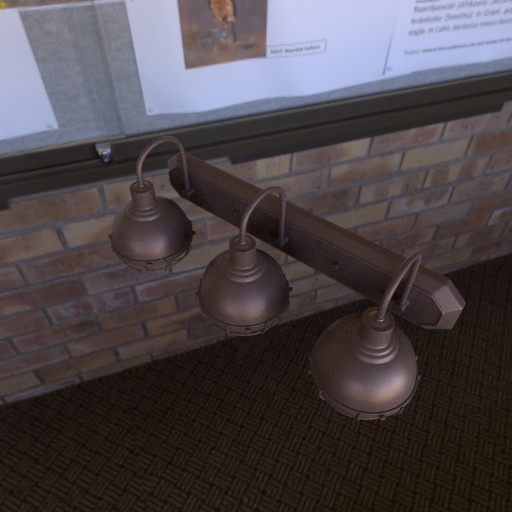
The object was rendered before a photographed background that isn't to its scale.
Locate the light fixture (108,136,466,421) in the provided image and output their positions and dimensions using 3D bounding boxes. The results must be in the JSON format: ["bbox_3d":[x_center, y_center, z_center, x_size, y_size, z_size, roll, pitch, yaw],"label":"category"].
[{"bbox_3d":[0.000,0.000,0.755,0.634,0.254,0.229,30,53,26],"label":"light fixture"}]
